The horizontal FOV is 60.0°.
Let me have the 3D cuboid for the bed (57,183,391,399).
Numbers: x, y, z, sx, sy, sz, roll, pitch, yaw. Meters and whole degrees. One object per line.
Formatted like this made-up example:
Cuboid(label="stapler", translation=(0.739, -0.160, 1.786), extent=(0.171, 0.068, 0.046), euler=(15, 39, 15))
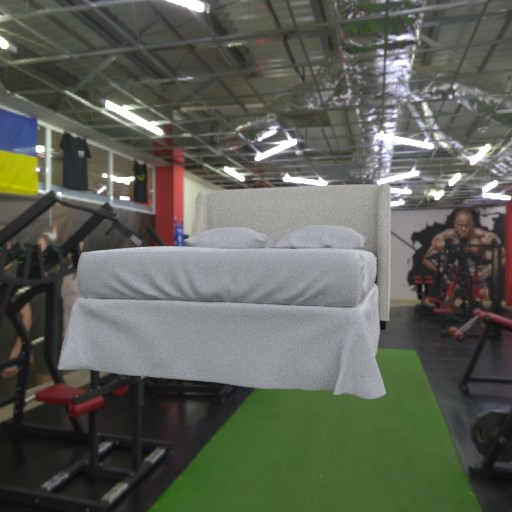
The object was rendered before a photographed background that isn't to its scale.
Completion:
Cuboid(label="bed", translation=(0.000, 0.000, 3.339), extent=(1.925, 1.332, 2.276), euler=(0, 0, 17))
